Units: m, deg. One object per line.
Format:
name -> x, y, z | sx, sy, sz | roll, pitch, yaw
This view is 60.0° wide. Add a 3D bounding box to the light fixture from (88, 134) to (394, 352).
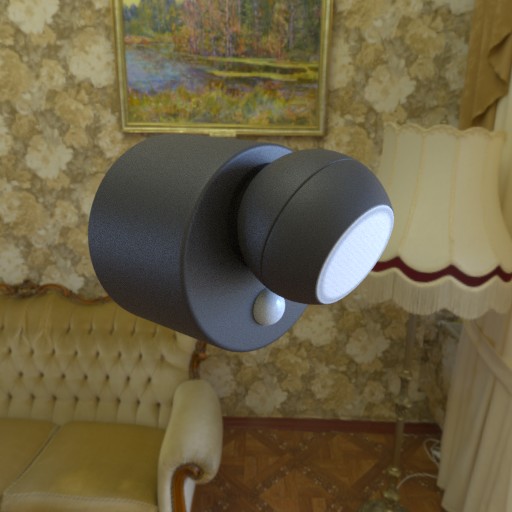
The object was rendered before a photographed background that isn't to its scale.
light fixture -> 0.000, 0.000, 0.268 | 0.160, 0.143, 0.134 | 14, 21, 42
